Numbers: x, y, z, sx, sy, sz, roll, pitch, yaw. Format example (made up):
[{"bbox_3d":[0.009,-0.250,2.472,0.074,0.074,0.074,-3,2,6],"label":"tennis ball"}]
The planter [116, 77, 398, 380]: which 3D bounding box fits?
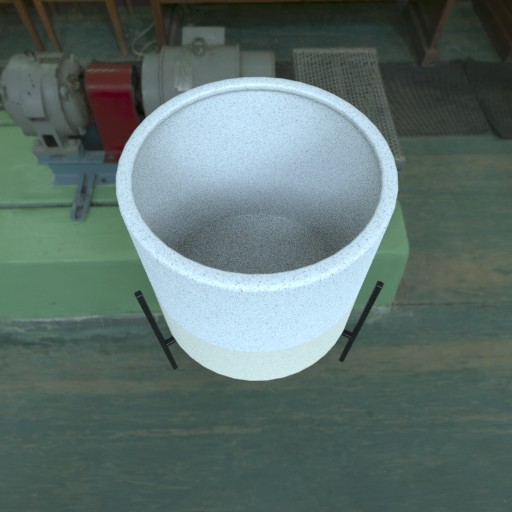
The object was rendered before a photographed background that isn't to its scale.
[{"bbox_3d":[0.000,0.000,0.674,0.313,0.423,0.335,-3,58,-2],"label":"planter"}]
